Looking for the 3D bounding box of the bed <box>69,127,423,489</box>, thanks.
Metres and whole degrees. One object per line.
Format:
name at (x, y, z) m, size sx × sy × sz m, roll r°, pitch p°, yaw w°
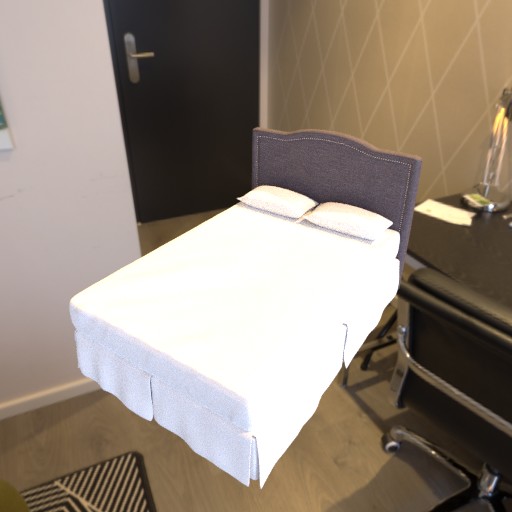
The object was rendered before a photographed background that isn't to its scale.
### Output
bed at (0.000, 0.000, 3.514) m, size 1.741 × 1.441 × 2.507 m, roll 19°, pitch 36°, yaw 29°
